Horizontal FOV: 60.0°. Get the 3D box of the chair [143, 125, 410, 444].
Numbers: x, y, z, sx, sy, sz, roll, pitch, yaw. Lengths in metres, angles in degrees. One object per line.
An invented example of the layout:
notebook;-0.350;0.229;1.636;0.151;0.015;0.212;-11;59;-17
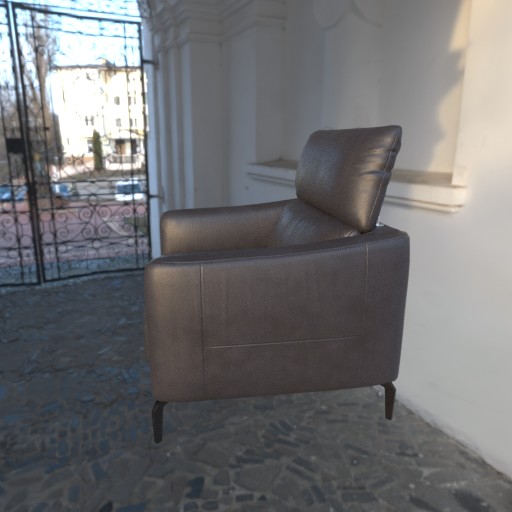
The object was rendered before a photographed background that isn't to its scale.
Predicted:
chair;0.000;0.000;1.702;0.809;0.949;0.976;-2;15;-9
